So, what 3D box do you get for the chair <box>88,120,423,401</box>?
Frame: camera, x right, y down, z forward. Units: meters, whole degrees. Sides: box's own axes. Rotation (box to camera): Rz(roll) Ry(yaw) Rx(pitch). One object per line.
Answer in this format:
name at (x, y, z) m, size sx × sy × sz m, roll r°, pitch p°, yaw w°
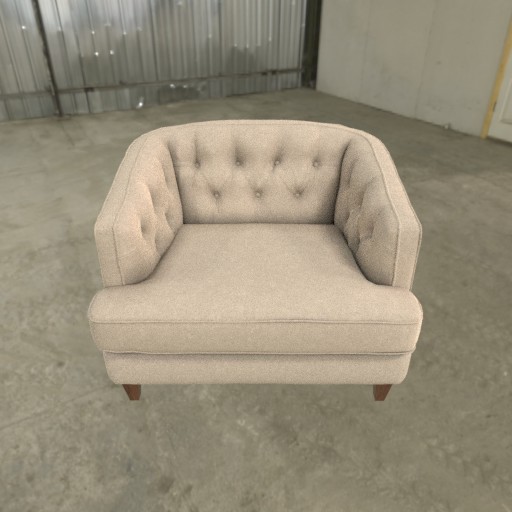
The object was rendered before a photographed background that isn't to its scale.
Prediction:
chair at (0.000, 0.000, 1.795) m, size 1.104 × 0.852 × 0.941 m, roll 0°, pitch 32°, yaw 0°
